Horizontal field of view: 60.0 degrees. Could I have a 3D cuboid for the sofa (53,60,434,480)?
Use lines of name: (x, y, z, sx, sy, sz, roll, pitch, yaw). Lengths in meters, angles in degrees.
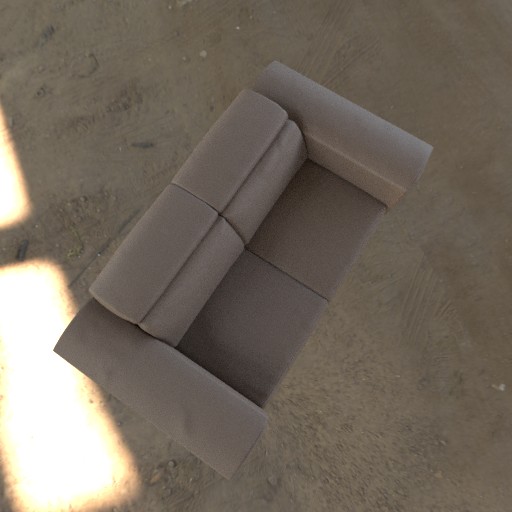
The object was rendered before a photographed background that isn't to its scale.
sofa: (0.000, 0.000, 2.359, 1.003, 0.779, 1.895, 32, 77, 9)
